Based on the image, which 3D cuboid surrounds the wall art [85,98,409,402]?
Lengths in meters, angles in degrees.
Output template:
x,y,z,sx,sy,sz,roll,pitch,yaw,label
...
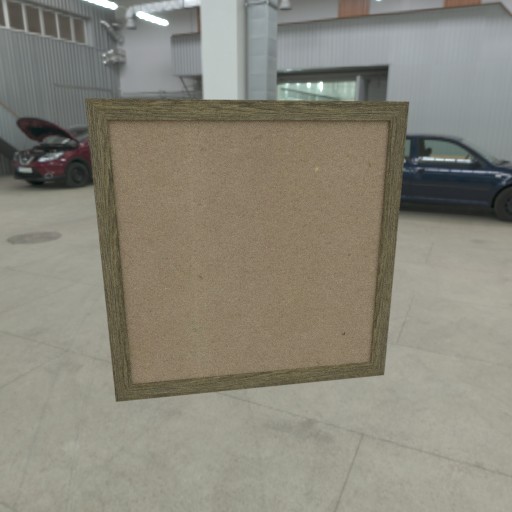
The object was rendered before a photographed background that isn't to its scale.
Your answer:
x,y,z,sx,sy,sz,roll,pitch,yaw,label
0.000,0.000,0.766,0.508,0.508,0.019,-3,17,-10,wall art
